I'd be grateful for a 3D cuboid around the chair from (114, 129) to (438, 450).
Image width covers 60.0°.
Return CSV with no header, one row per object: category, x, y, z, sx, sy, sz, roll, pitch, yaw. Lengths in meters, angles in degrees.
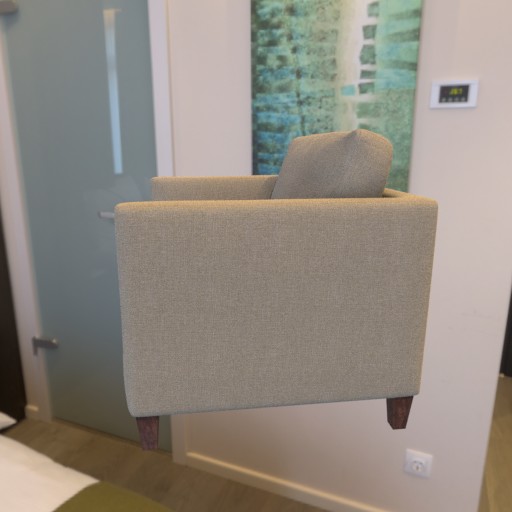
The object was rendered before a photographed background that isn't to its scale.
chair,0.000,0.000,1.792,0.959,0.963,1.107,-2,14,-7
